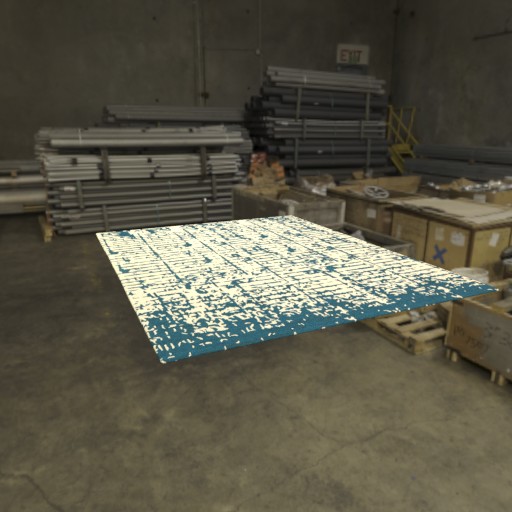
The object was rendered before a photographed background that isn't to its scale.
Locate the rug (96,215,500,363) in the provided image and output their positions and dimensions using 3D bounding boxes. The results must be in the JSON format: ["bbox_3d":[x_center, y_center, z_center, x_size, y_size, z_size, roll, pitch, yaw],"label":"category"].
[{"bbox_3d":[0.000,0.000,3.966,2.416,0.014,3.017,-7,18,-24],"label":"rug"}]
